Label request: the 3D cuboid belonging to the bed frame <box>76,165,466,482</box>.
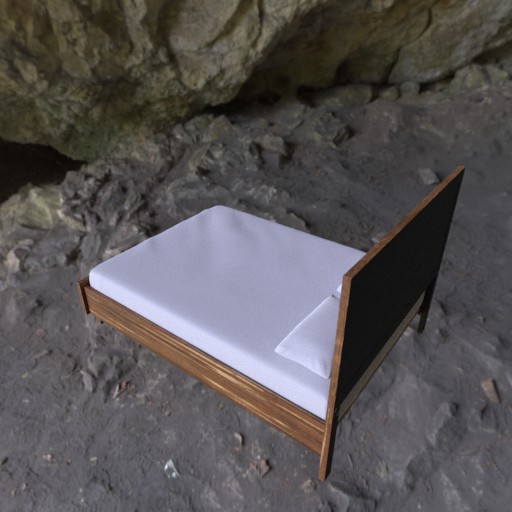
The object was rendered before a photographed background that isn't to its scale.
[{"bbox_3d":[0.000,0.000,3.363,2.276,1.417,1.696,21,37,31],"label":"bed frame"}]
